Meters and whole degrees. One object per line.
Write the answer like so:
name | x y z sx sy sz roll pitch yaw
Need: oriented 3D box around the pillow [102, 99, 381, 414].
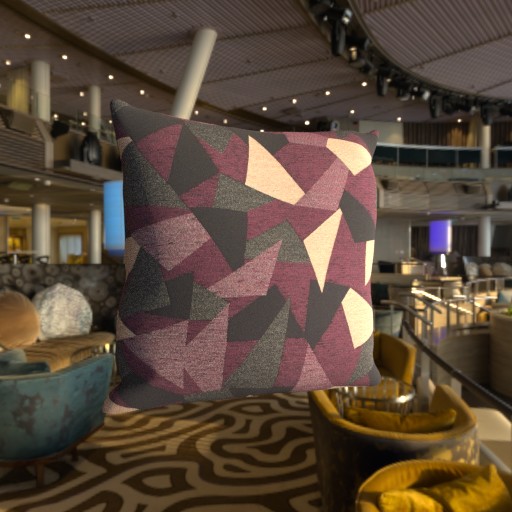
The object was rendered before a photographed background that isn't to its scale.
pillow | 0.000 0.000 0.765 0.503 0.496 0.208 0 0 -18
